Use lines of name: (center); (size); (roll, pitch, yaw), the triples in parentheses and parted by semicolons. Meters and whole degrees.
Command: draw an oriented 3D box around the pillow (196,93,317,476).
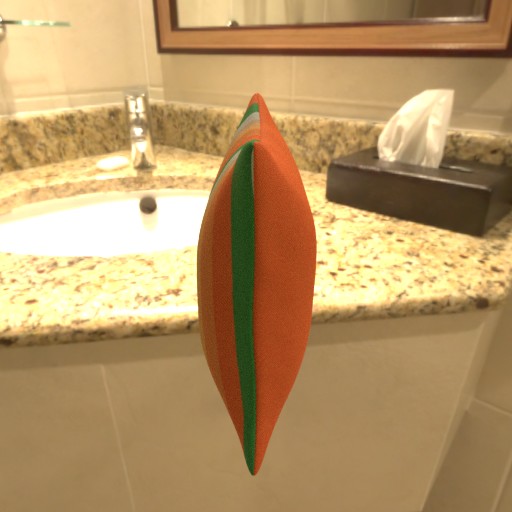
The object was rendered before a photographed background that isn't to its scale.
pillow: (0.000, 0.000, 0.698); (0.169, 0.444, 0.453); (0, 26, 0)
